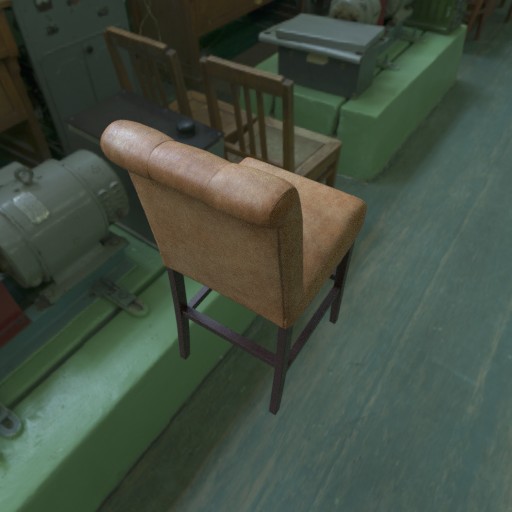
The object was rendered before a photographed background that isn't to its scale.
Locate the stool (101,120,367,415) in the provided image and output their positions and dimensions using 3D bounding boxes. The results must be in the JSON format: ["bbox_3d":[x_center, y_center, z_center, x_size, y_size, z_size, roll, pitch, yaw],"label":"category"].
[{"bbox_3d":[0.000,0.000,1.414,0.493,1.047,0.601,25,52,22],"label":"stool"}]
